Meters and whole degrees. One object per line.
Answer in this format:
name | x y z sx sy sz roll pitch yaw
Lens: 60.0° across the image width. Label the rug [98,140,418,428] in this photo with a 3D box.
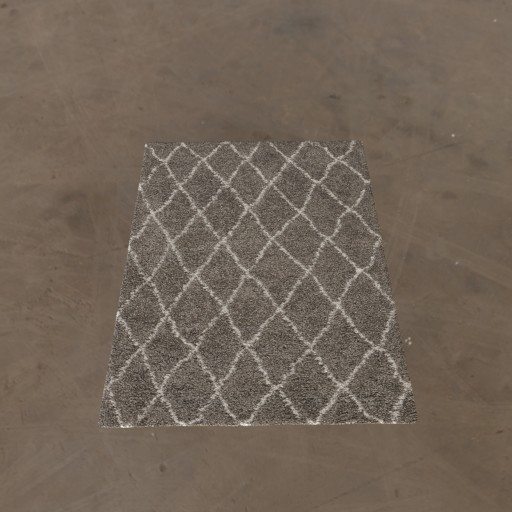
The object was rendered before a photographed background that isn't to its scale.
rug | 0.000 0.000 4.178 2.438 0.029 3.047 -1 58 0
